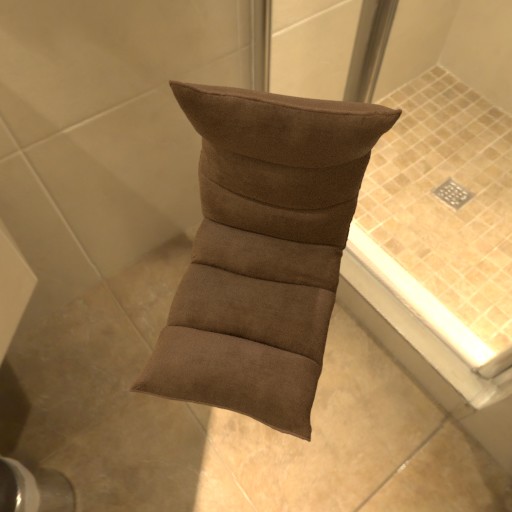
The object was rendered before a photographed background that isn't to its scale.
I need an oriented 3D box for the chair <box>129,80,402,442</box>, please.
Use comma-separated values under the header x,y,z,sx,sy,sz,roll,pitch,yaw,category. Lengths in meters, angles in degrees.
x,y,z,sx,sy,sz,roll,pitch,yaw,category
0.000,0.000,1.559,0.714,0.892,0.985,13,59,8,chair
